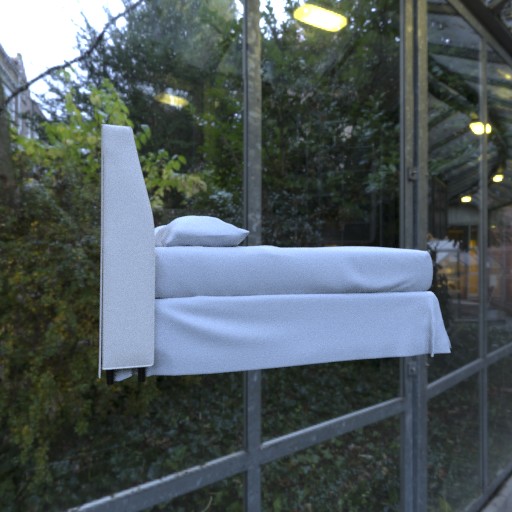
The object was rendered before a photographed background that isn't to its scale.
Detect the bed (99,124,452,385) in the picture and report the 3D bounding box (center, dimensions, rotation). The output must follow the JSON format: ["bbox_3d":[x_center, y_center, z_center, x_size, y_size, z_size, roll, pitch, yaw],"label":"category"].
[{"bbox_3d":[0.000,0.000,3.445,2.276,1.332,1.925,0,-1,-18],"label":"bed"}]
